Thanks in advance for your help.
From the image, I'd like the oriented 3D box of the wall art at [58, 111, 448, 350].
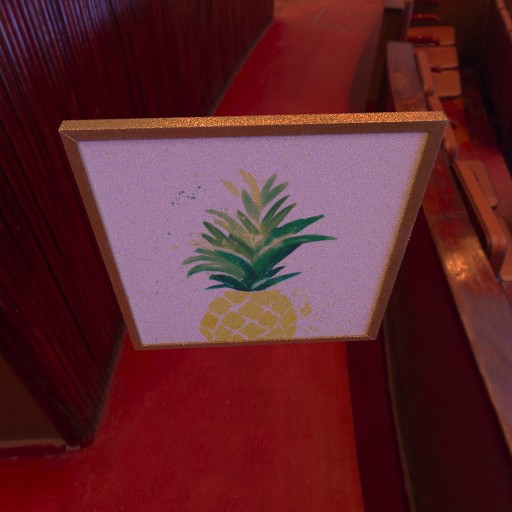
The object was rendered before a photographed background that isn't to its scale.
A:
[{"bbox_3d":[0.000,0.000,1.146,0.762,0.760,0.037,-2,45,-2],"label":"wall art"}]
